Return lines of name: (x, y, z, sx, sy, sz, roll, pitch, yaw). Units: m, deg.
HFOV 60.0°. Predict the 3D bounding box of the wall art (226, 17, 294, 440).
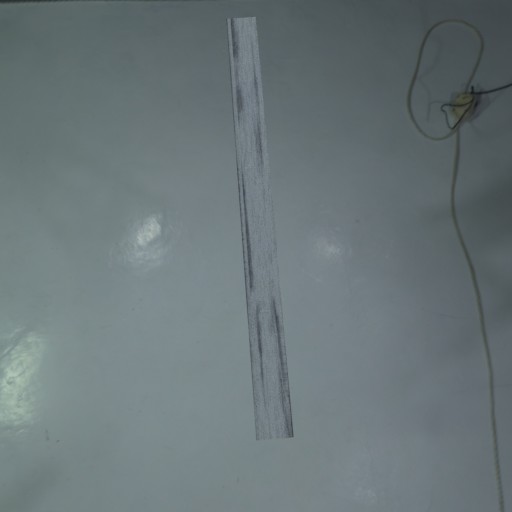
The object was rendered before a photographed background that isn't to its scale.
wall art: (0.000, 0.000, 0.753, 0.038, 0.506, 0.506, -4, 76, -1)
